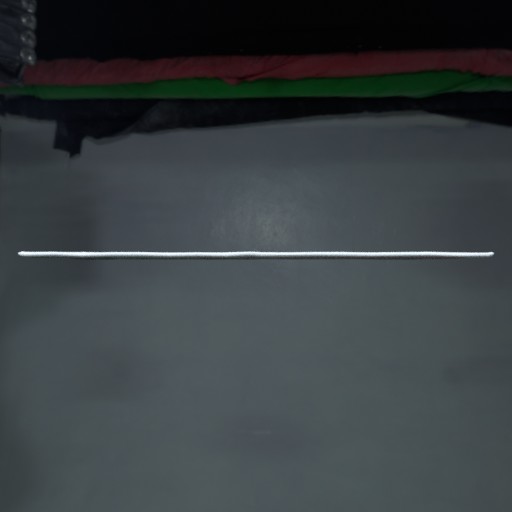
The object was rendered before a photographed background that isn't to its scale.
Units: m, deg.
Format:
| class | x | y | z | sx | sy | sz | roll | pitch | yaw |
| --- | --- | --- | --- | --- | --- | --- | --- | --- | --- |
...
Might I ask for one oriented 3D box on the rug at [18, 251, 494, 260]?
| class | x | y | z | sx | sy | sz | roll | pitch | yaw |
| --- | --- | --- | --- | --- | --- | --- | --- | --- | --- |
| rug | 0.000 | 0.000 | 2.621 | 2.381 | 0.035 | 0.832 | 0 | -1 | 0 |
